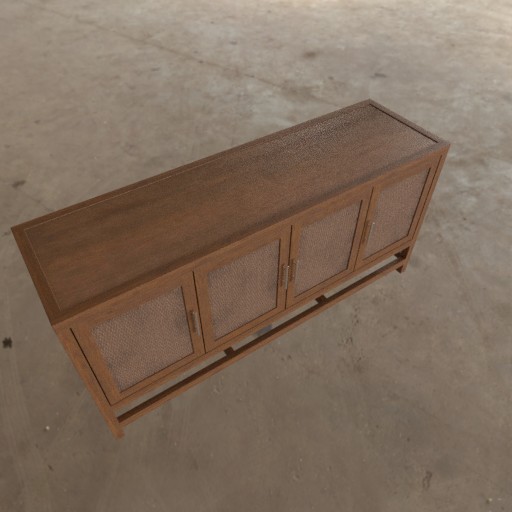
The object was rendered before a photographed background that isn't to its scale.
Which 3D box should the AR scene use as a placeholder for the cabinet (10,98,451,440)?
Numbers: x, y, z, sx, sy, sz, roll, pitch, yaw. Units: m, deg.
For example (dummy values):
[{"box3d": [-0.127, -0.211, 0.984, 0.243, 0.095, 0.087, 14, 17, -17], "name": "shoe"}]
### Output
[{"box3d": [0.000, 0.000, 2.015, 1.708, 0.820, 0.522, -26, 51, -23], "name": "cabinet"}]
